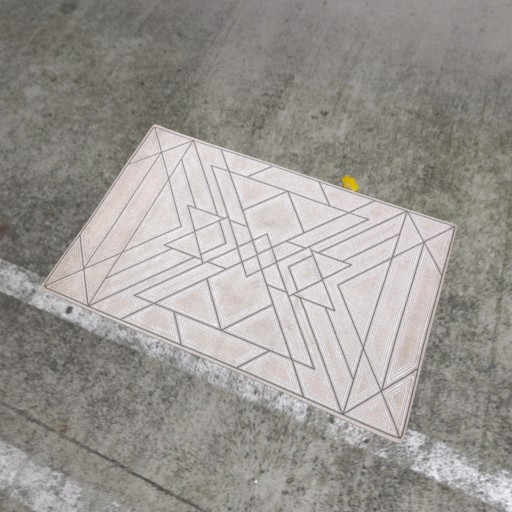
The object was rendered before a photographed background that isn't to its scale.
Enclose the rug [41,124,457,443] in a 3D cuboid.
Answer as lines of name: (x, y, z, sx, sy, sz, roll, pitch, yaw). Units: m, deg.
rug: (0.000, 0.000, 3.051, 2.459, 0.023, 1.575, 21, 65, 10)
